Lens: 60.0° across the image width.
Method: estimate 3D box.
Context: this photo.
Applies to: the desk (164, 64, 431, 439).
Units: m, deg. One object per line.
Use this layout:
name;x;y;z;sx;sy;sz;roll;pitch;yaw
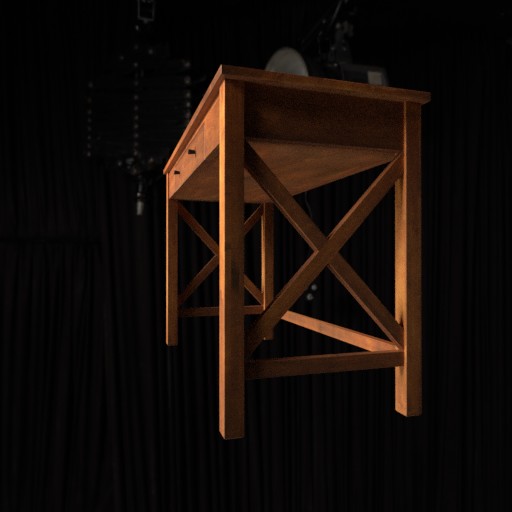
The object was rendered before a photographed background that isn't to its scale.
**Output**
desk;0.000;0.000;1.495;0.508;0.762;1.117;0;0;-18
